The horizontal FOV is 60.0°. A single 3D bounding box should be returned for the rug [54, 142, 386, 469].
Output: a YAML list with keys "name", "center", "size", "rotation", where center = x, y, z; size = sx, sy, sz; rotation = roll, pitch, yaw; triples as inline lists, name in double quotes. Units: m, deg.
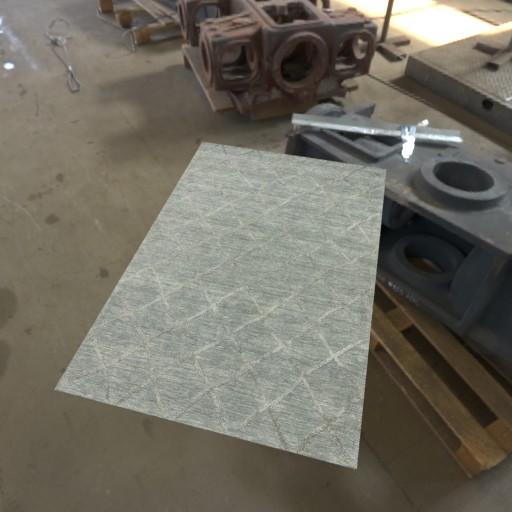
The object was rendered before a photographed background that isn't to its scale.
- name: "rug"
  center: [0.000, 0.000, 2.860]
  size: [1.521, 0.006, 2.283]
  rotation: [11, 49, 10]
